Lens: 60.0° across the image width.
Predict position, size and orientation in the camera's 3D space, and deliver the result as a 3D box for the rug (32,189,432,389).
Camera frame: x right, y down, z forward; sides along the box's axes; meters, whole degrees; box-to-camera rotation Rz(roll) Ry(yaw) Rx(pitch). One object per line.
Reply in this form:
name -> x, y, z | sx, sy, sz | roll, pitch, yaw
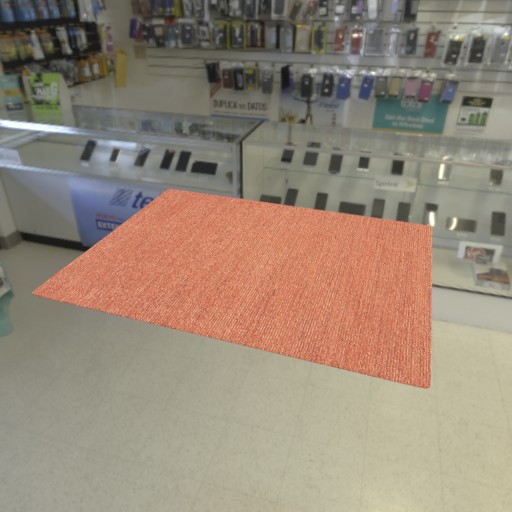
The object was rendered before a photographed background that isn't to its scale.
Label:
rug -> 0.000, 0.000, 2.811 | 2.112, 0.009, 1.594 | 10, 33, 16
